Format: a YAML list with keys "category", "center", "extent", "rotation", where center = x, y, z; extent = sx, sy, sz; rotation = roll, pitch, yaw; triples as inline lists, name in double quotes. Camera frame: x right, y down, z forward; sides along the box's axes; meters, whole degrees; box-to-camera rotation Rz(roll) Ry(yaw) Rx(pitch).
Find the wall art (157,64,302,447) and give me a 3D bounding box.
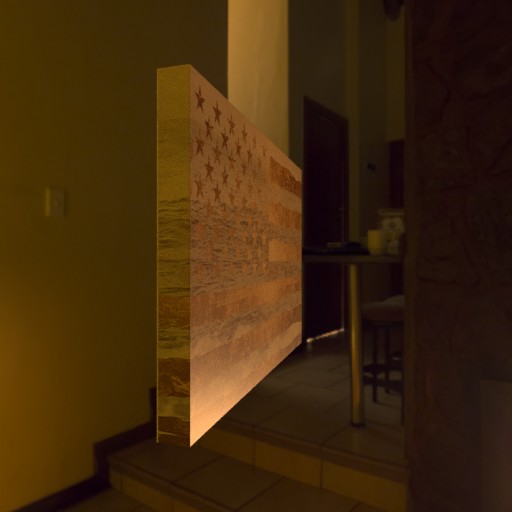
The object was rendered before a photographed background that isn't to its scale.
- category: "wall art"
  center: [0.000, 0.000, 0.765]
  extent: [0.041, 0.407, 0.606]
  rotation: [0, 0, 17]
